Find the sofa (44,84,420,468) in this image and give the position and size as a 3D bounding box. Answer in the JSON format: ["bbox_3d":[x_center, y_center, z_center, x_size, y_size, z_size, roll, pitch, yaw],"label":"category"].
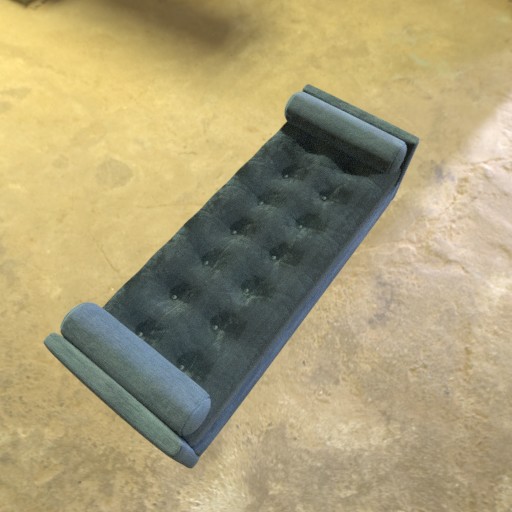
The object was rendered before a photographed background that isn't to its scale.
[{"bbox_3d":[0.000,0.000,2.467,0.796,0.705,2.102,33,66,17],"label":"sofa"}]
